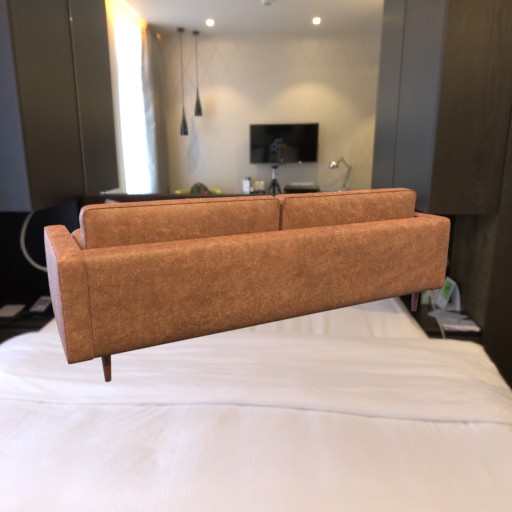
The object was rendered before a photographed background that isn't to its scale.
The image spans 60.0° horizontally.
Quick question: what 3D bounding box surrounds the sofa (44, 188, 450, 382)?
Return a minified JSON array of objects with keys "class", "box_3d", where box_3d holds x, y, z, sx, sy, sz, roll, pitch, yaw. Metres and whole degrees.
[{"class":"sofa","box_3d":[0.000,0.000,2.605,2.210,0.762,0.914,-7,15,-27]}]
